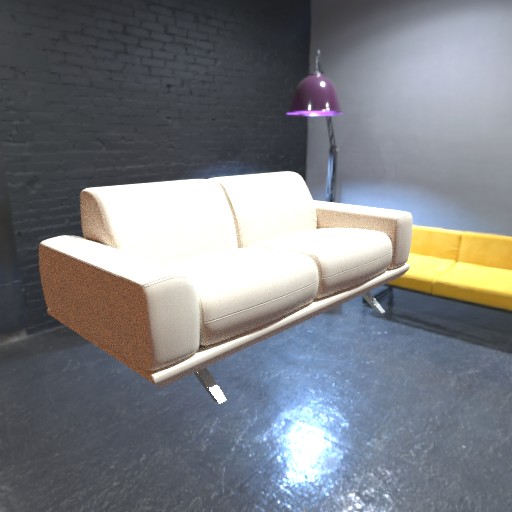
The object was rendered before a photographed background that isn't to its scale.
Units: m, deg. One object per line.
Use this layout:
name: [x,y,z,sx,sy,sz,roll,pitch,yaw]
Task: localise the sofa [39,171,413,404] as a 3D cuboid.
sofa: [0.000,0.000,2.354,0.900,0.772,1.901,14,21,42]
